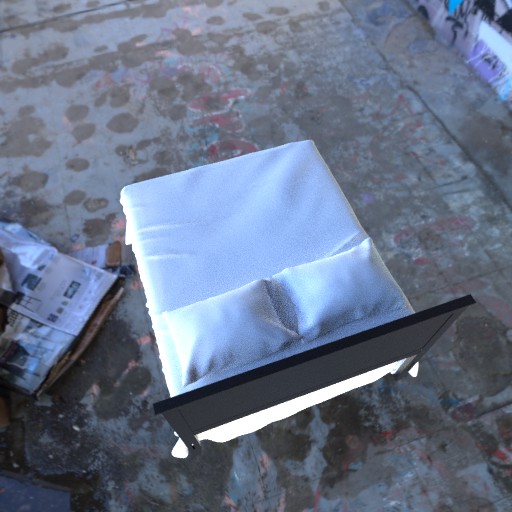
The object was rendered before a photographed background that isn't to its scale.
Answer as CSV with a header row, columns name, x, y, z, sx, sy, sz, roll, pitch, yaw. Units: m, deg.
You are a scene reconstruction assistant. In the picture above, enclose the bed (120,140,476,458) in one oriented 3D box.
name,x,y,z,sx,sy,sz,roll,pitch,yaw
bed,0.000,0.000,3.135,1.870,1.270,2.050,-17,59,-10
